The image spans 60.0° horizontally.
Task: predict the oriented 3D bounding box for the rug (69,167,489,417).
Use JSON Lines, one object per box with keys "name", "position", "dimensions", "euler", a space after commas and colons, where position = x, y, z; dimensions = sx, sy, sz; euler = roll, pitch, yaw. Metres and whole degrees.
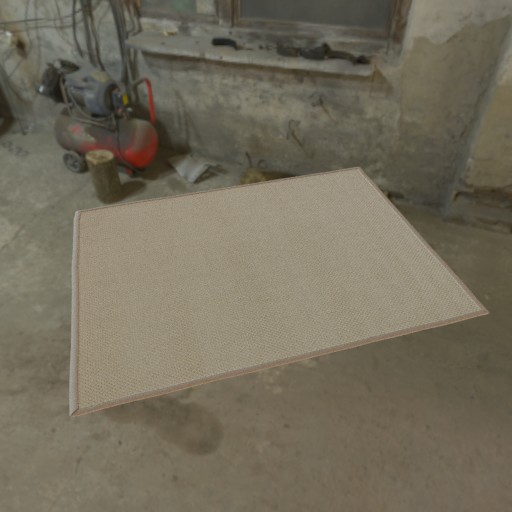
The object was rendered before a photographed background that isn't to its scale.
{"name": "rug", "position": [0.000, 0.000, 2.610], "dimensions": [2.081, 0.020, 1.525], "euler": [-11, 43, -12]}
